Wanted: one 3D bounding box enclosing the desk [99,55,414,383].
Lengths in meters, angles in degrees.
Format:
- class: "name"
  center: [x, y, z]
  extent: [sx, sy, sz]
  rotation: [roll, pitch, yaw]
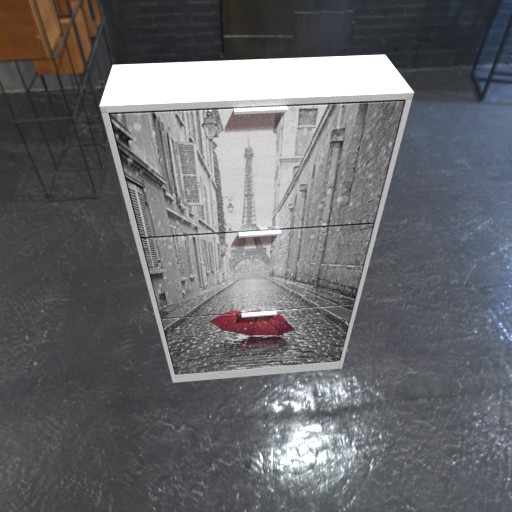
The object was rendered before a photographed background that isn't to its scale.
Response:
- class: "desk"
  center: [0.000, 0.000, 1.584]
  extent: [0.750, 1.280, 0.250]
  rotation: [-4, 45, -4]
